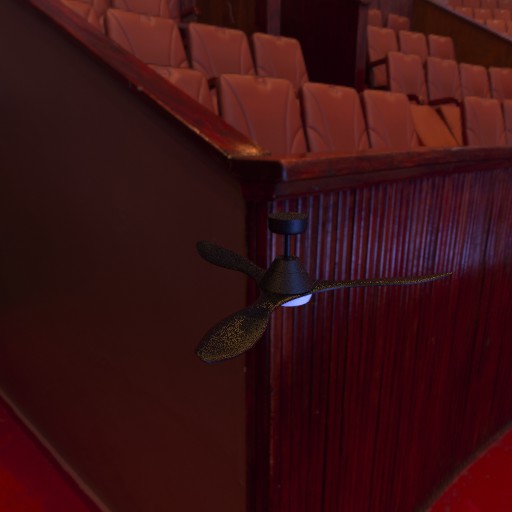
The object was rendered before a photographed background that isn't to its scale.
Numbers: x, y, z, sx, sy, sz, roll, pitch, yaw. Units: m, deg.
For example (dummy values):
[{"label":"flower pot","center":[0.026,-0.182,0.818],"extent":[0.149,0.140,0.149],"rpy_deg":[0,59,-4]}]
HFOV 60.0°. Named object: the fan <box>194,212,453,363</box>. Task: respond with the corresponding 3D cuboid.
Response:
[{"label":"fan","center":[0.000,0.000,1.611],"extent":[1.067,0.305,1.067],"rpy_deg":[14,22,40]}]
